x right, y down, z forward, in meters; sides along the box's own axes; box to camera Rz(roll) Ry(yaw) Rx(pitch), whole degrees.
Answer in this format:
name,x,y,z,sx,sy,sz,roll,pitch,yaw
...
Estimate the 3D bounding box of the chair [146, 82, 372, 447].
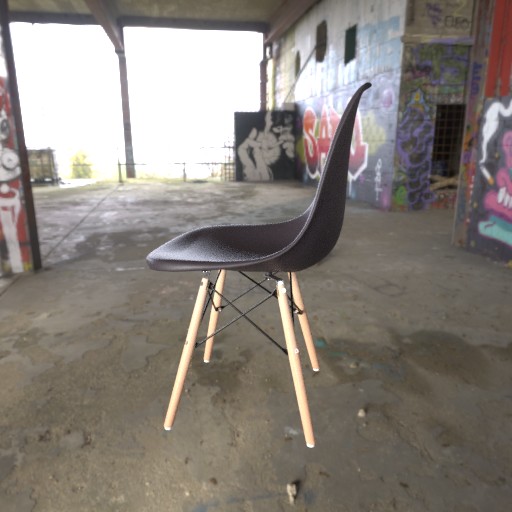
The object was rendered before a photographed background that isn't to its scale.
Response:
name,x,y,z,sx,sy,sz,roll,pitch,yaw
chair,0.000,0.000,1.157,0.533,0.825,0.470,2,15,9
